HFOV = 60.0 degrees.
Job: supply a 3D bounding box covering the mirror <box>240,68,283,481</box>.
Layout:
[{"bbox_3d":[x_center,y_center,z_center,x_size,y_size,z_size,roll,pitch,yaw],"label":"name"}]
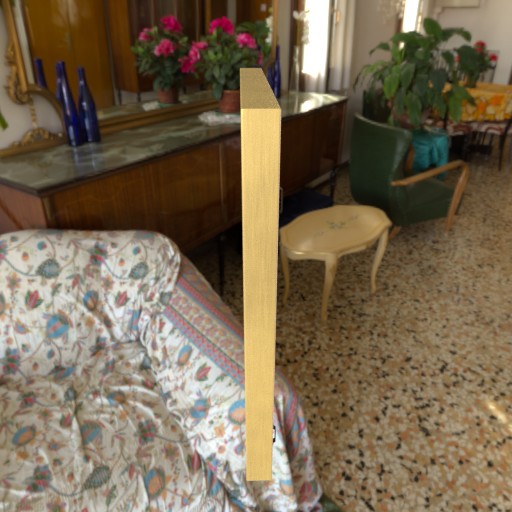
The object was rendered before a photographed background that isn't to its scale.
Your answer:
[{"bbox_3d":[0.000,0.000,0.691,0.041,0.508,0.405,-1,28,-2],"label":"mirror"}]
